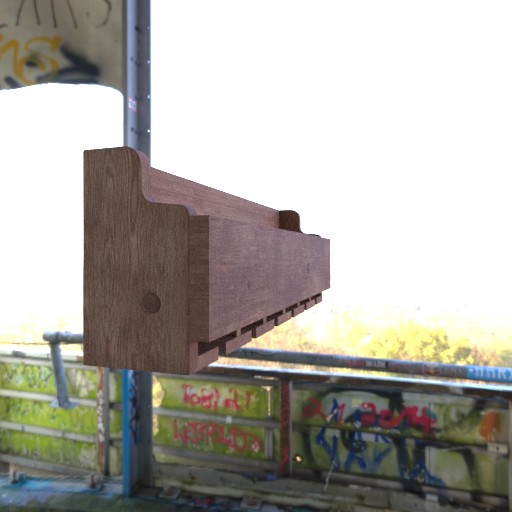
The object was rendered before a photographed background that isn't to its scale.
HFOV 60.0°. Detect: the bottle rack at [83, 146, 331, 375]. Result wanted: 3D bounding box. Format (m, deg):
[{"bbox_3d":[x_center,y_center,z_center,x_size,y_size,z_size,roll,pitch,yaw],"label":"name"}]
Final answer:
[{"bbox_3d":[0.000,0.000,0.671,0.126,0.196,0.608,0,0,19],"label":"bottle rack"}]
